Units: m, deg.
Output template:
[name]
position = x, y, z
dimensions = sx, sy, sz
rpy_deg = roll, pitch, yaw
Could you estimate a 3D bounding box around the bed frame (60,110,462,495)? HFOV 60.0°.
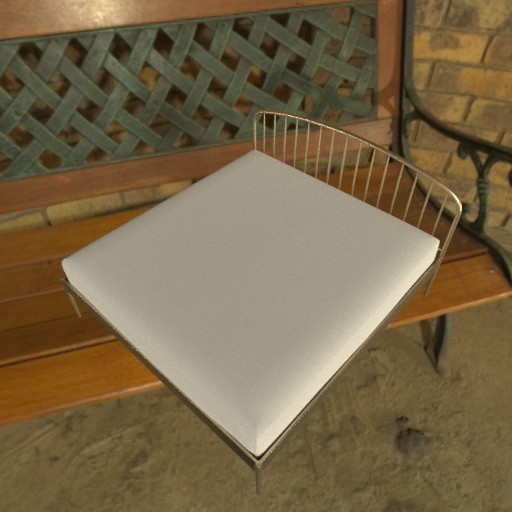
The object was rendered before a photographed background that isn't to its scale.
[bed frame]
position = 0.000, 0.000, 3.303
dimensions = 2.016, 1.174, 2.152
rpy_deg = 33, 53, 29
